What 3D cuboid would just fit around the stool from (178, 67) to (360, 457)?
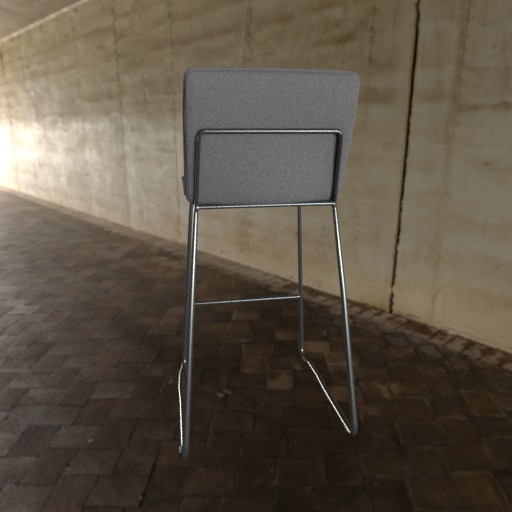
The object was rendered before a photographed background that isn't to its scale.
[{"bbox_3d":[0.000,0.000,1.285,0.490,0.960,0.490,-3,16,-10],"label":"stool"}]
